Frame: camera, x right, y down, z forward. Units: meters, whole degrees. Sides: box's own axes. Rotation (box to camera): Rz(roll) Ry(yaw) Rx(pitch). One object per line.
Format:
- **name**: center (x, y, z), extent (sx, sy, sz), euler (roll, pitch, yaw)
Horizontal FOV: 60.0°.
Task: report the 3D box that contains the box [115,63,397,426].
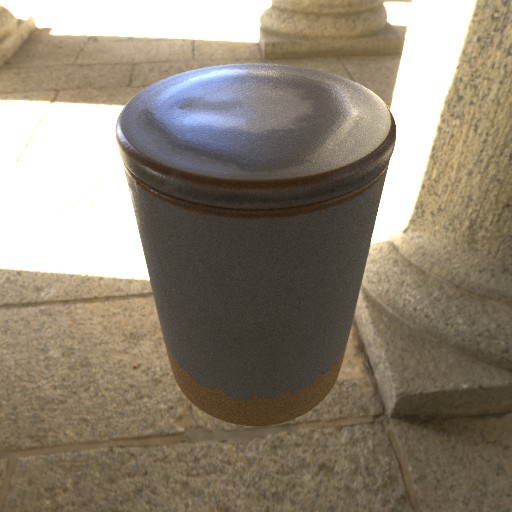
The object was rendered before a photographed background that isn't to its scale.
- **box**: center (0.000, 0.000, 0.243), extent (0.118, 0.168, 0.118), euler (0, 42, 0)
